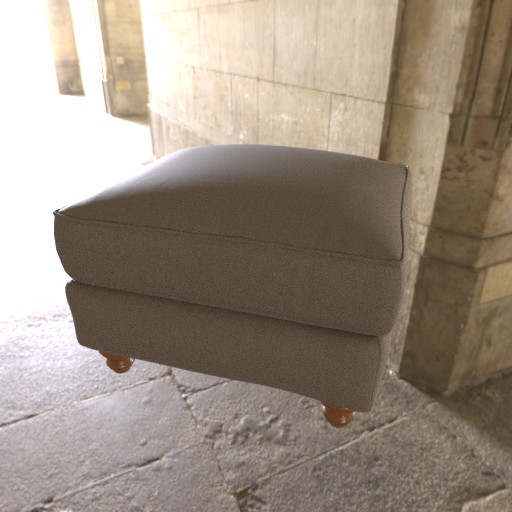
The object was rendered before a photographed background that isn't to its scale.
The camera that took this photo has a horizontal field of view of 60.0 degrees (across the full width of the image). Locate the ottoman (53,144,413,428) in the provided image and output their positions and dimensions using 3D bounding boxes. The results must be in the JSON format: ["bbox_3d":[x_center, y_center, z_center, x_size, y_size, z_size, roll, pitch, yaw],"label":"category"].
[{"bbox_3d":[0.000,0.000,1.140,0.721,0.505,0.662,8,28,16],"label":"ottoman"}]
